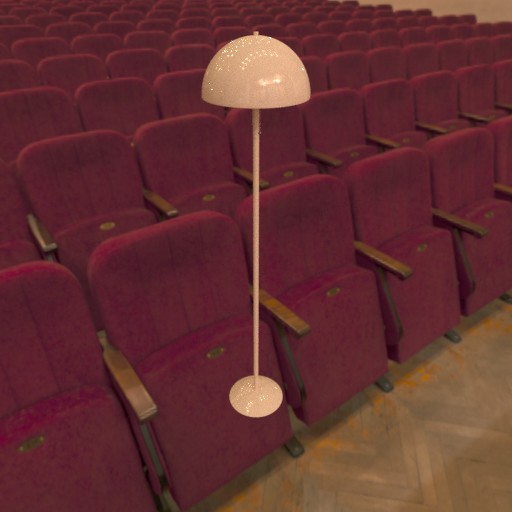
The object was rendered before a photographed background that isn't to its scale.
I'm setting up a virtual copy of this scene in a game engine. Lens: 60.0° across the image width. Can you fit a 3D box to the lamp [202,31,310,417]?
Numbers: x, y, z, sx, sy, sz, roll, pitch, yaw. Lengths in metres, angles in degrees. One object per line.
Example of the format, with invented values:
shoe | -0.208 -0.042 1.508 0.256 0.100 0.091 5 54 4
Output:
lamp | 0.000 0.000 1.635 0.328 1.480 0.328 -21 37 -30
